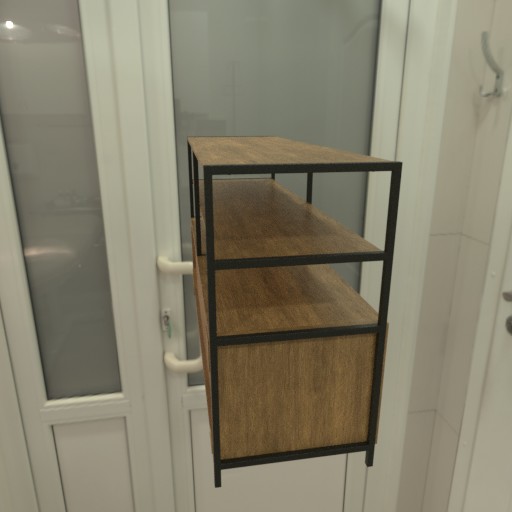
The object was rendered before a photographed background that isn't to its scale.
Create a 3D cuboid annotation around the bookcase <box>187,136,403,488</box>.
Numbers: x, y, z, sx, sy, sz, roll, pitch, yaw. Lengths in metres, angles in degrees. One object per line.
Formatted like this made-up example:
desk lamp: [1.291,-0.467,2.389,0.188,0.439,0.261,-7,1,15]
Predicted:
bookcase: [0.000,0.000,1.456,0.391,0.712,1.149,-3,18,-9]
